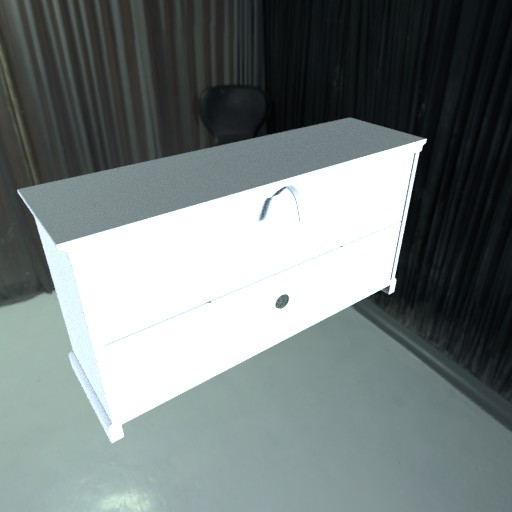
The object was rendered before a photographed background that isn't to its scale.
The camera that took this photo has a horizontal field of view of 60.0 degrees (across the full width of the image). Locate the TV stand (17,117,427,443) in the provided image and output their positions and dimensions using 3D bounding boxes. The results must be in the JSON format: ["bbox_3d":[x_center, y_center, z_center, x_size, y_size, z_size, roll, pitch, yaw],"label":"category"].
[{"bbox_3d":[0.000,0.000,1.430,1.187,0.624,0.424,-21,37,-30],"label":"TV stand"}]
